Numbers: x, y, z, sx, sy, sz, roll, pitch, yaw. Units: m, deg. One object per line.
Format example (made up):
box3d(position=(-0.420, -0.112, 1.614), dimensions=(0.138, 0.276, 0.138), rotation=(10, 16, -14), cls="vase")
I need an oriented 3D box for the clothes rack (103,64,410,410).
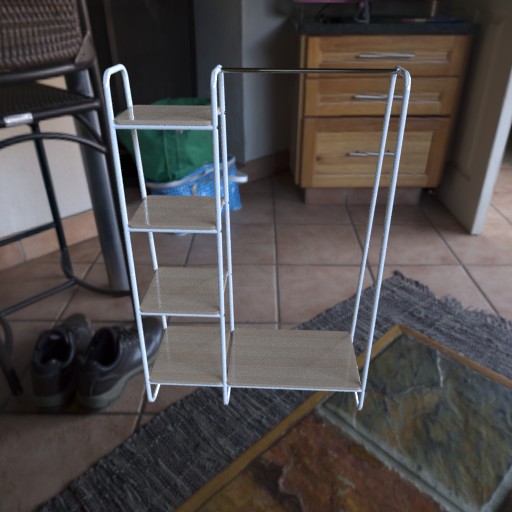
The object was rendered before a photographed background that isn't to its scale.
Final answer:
box3d(position=(0.000, 0.000, 1.899), dimensions=(1.011, 1.500, 0.400), rotation=(1, 30, 2), cls="clothes rack")
